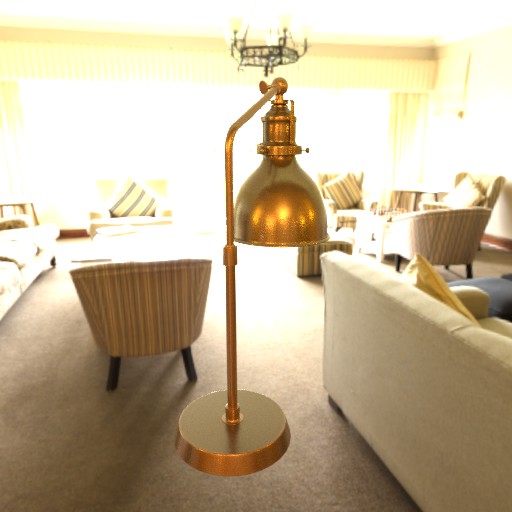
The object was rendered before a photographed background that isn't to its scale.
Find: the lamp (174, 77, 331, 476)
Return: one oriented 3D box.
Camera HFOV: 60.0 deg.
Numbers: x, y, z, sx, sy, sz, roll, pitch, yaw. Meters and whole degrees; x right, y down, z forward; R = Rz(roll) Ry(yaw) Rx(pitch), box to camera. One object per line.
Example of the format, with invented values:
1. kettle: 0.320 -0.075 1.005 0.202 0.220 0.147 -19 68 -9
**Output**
1. lamp: 0.000 0.000 0.585 0.153 0.456 0.286 8 17 26
